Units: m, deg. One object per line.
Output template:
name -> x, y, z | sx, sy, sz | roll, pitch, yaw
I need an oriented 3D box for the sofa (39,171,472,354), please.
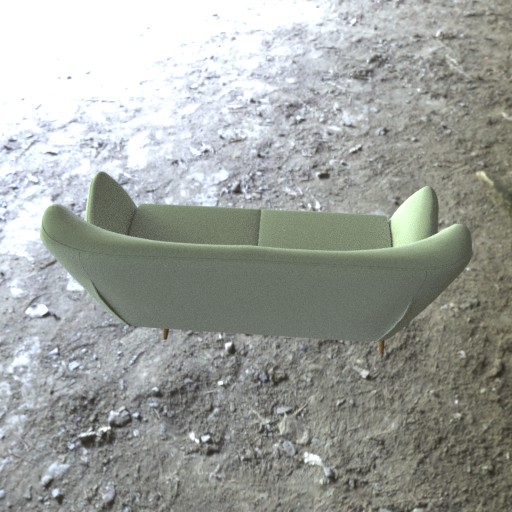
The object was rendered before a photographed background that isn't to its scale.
sofa -> 0.000, 0.000, 2.335 | 1.930, 0.890, 0.899 | 3, 46, 3
